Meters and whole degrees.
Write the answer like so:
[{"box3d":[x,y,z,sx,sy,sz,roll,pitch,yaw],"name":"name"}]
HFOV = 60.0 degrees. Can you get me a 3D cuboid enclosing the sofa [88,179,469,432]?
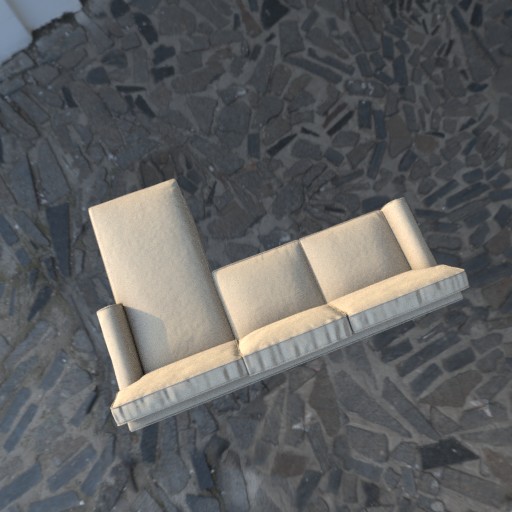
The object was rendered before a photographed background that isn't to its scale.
[{"box3d":[0.000,0.000,3.388,2.475,0.978,1.733,-20,75,-6],"name":"sofa"}]
